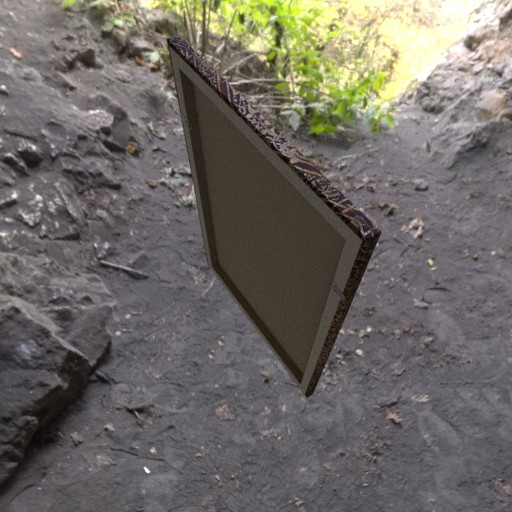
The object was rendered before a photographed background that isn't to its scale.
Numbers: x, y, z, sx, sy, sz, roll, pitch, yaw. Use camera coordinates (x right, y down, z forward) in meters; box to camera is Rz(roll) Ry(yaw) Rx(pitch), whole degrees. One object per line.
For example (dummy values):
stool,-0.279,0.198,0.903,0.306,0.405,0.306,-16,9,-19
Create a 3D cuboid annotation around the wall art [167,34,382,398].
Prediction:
wall art,0.000,0.000,0.766,0.020,0.599,0.397,-31,63,-18
